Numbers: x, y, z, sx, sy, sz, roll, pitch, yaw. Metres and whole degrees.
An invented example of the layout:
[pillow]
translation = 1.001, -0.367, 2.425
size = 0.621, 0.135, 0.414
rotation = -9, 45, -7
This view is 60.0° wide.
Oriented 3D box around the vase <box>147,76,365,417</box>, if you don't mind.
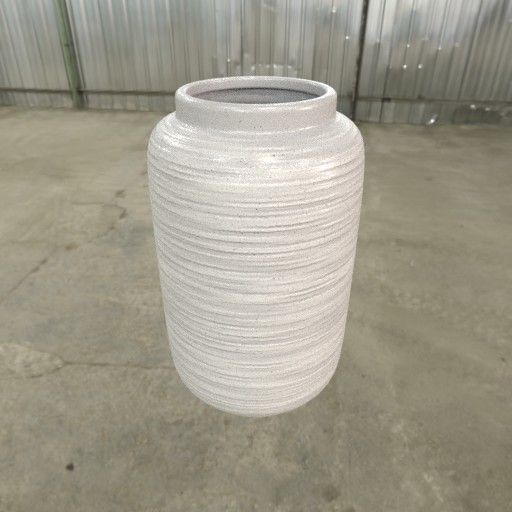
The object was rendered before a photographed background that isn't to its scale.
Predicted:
[vase]
translation = 0.000, 0.000, 0.467
size = 0.202, 0.335, 0.202
rotation = 0, 31, 0
